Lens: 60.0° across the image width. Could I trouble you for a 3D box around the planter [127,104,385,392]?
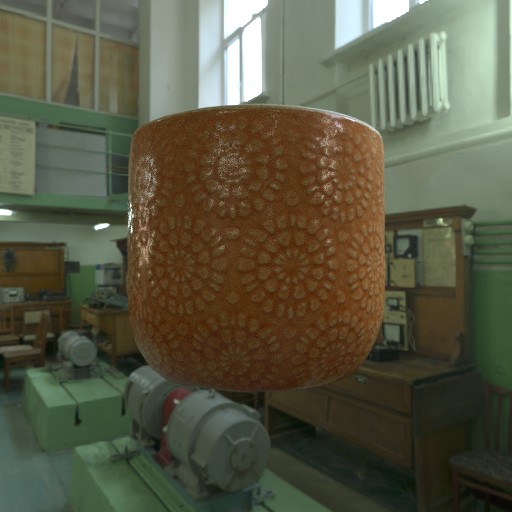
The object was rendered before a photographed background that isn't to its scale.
[{"bbox_3d":[0.000,0.000,0.295,0.170,0.152,0.170,0,-1,0],"label":"planter"}]
